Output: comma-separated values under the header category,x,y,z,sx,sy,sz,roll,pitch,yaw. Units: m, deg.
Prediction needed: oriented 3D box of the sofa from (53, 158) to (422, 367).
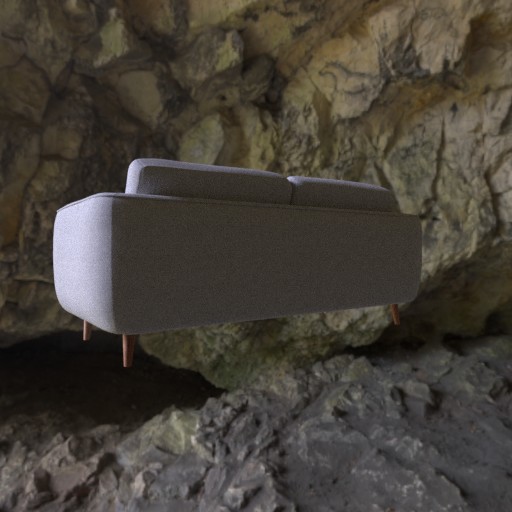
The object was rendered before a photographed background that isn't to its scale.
category,x,y,z,sx,sy,sz,roll,pitch,yaw
sofa,0.000,0.000,2.491,2.000,0.850,0.920,-1,1,-35
